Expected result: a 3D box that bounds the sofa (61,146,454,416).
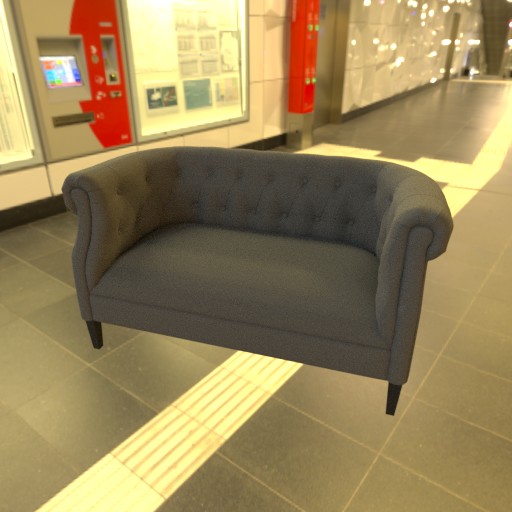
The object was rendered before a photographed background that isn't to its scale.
[{"bbox_3d":[0.000,0.000,2.056,1.558,0.827,0.835,8,27,16],"label":"sofa"}]
